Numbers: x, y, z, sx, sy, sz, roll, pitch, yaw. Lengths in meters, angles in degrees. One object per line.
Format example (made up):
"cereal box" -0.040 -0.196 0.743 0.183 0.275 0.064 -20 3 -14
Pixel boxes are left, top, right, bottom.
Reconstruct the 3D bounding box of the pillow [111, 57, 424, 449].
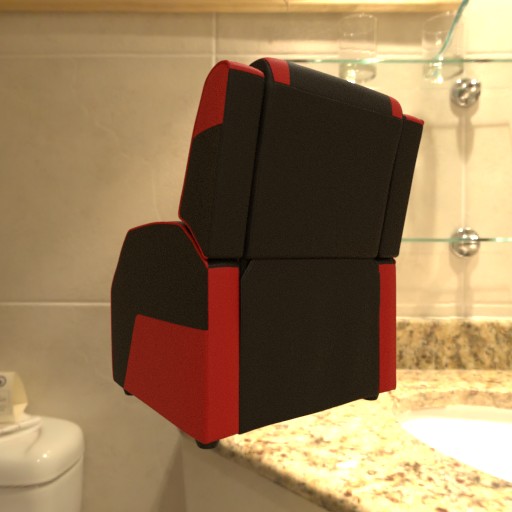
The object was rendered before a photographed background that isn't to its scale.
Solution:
"pillow" 0.000 0.000 1.245 0.620 0.805 0.672 0 0 -36
